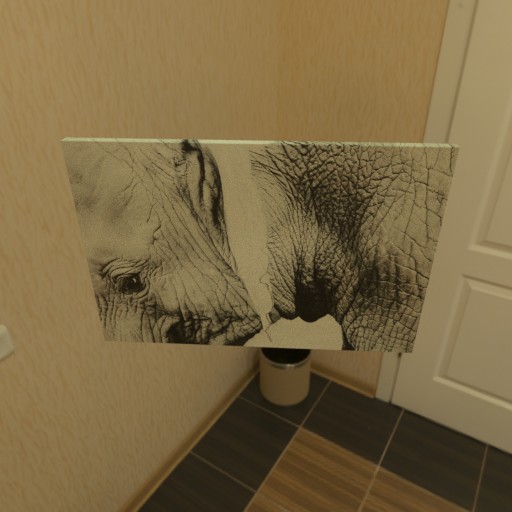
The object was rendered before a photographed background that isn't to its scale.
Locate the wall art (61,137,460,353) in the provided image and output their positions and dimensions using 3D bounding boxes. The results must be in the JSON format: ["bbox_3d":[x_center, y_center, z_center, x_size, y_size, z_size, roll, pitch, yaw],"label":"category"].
[{"bbox_3d":[0.000,0.000,1.468,1.141,0.758,0.035,2,30,3],"label":"wall art"}]
